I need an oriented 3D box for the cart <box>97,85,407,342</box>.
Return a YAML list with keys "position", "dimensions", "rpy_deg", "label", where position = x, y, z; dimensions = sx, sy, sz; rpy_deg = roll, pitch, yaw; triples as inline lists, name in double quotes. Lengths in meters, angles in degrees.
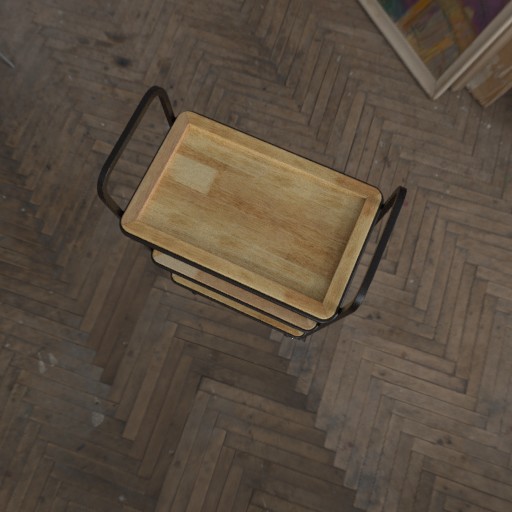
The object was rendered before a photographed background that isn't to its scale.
- position: [0.000, 0.000, 1.322]
  dimensions: [0.545, 1.080, 0.321]
  rpy_deg: [24, 78, 6]
  label: "cart"
